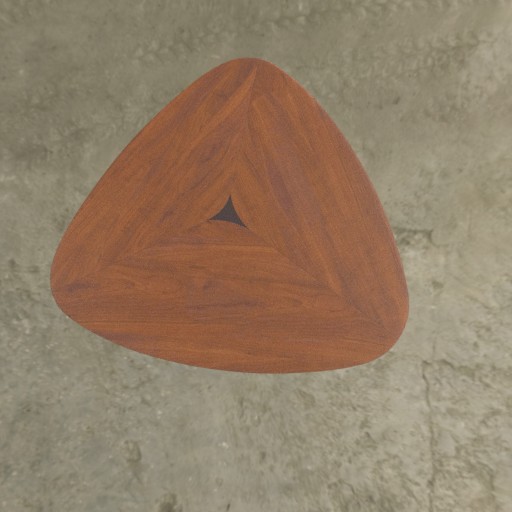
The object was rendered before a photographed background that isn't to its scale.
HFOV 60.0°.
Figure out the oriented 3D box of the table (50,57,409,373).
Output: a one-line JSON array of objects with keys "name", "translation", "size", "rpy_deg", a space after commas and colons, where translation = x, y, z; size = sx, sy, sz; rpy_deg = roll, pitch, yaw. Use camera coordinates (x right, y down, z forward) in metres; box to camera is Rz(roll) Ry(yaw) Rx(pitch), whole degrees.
[{"name": "table", "translation": [0.000, 0.000, 1.279], "size": [0.821, 0.413, 0.833], "rpy_deg": [36, 79, 8]}]
